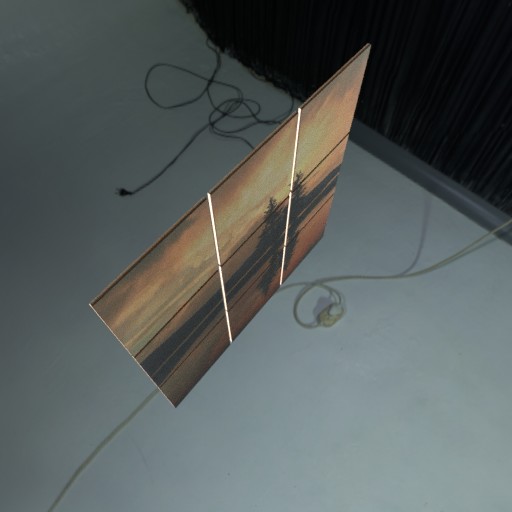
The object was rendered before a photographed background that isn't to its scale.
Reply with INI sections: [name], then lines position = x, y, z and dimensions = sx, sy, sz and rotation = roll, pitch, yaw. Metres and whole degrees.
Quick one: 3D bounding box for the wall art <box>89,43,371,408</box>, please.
[wall art]
position = 0.000, 0.000, 1.784
dimensions = 0.013, 1.218, 1.216
rotation = 35, 66, 18
